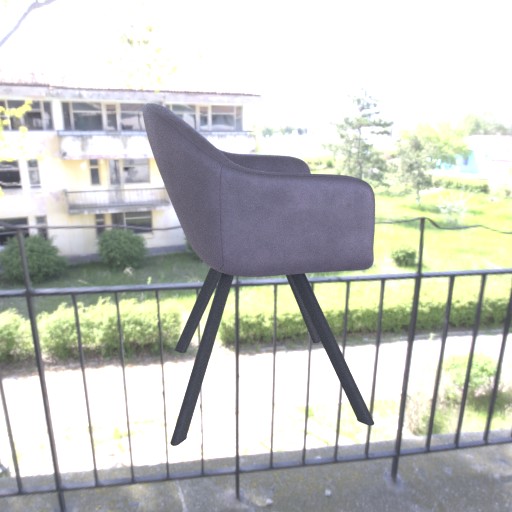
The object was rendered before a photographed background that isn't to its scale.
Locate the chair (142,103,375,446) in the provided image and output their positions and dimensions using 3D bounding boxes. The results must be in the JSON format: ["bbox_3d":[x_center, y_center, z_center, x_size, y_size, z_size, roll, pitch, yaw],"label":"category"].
[{"bbox_3d":[0.000,0.000,1.202,0.544,0.781,0.567,-3,17,-8],"label":"chair"}]
